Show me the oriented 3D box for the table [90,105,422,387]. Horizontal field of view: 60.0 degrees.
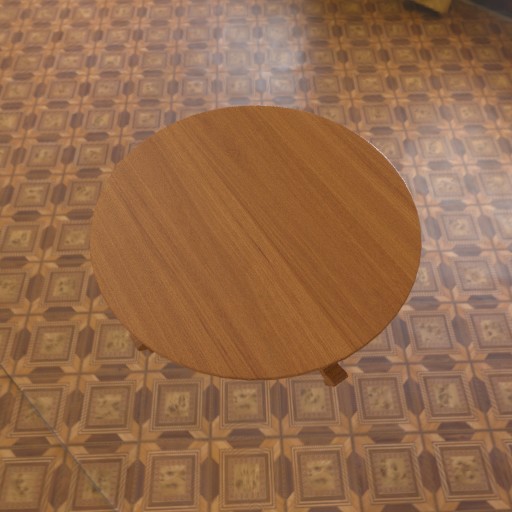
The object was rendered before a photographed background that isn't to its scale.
[{"bbox_3d":[0.000,0.000,1.599,1.029,0.490,1.029,0,59,0],"label":"table"}]
